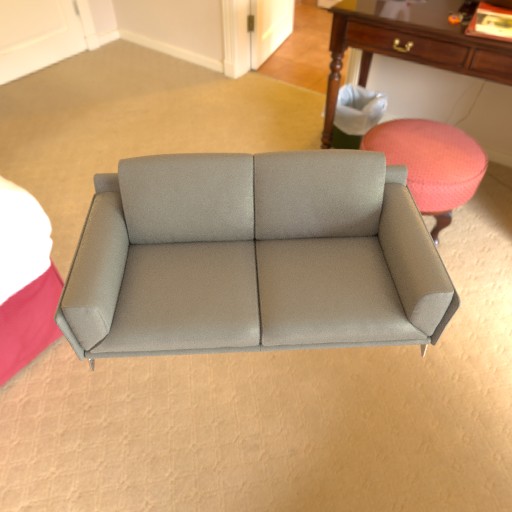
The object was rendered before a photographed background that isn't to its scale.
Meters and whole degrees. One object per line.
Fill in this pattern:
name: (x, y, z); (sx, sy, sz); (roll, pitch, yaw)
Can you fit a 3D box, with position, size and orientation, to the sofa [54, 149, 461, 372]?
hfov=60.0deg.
sofa: (0.000, 0.000, 2.687); (2.101, 0.930, 1.049); (-2, 46, -2)
